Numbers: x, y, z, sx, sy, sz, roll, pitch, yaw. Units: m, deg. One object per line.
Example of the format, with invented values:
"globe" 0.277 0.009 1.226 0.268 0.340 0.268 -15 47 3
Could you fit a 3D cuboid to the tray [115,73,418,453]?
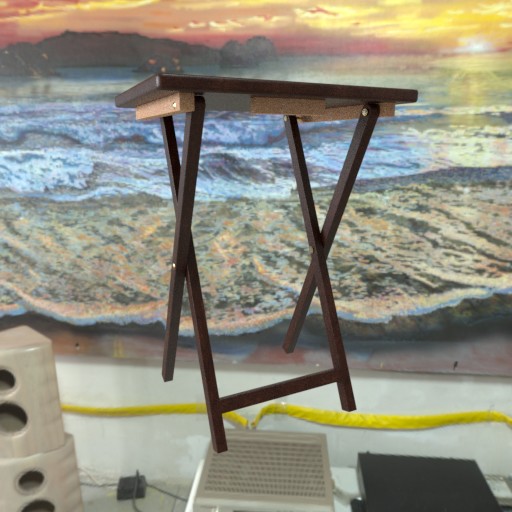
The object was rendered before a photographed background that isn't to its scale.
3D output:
"tray" 0.000 0.000 0.954 0.483 0.660 0.381 -7 16 -25
